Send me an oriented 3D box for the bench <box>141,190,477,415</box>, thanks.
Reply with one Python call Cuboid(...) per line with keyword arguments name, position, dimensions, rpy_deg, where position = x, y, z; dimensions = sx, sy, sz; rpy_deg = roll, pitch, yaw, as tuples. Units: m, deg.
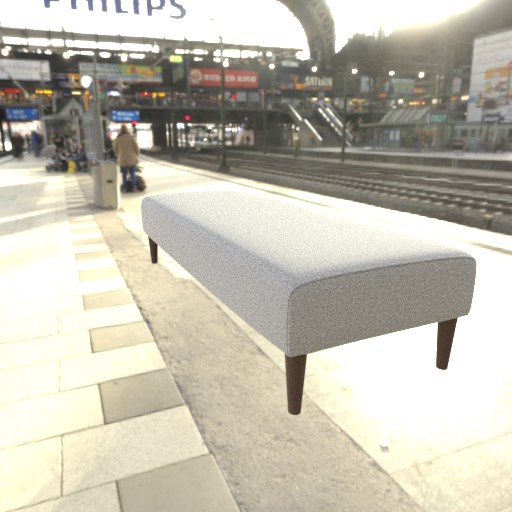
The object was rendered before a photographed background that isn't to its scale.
Cuboid(name="bench", position=(0.000, 0.000, 1.817), dimensions=(0.631, 0.383, 1.598), rpy_deg=(-7, 17, -25))
